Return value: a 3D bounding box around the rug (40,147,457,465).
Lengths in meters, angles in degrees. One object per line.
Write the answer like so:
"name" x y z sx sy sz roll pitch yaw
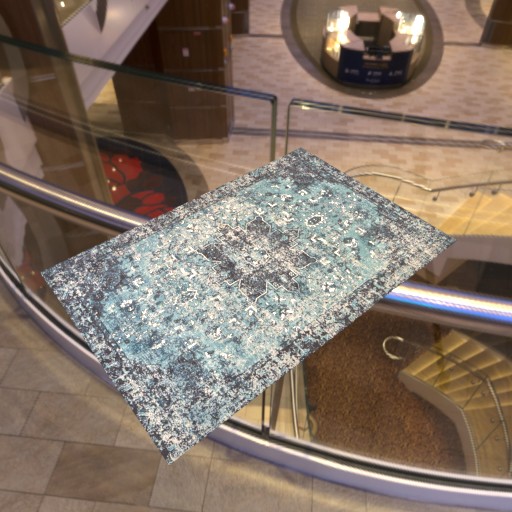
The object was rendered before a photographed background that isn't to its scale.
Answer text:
"rug" 0.000 0.000 2.323 1.828 0.005 1.219 -31 53 -27
